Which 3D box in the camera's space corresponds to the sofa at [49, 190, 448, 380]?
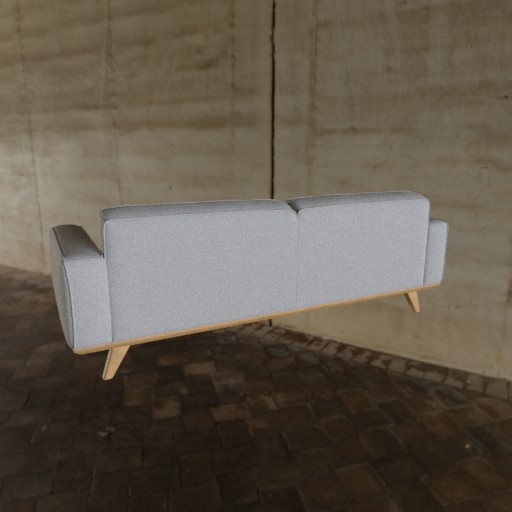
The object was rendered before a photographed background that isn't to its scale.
[{"bbox_3d":[0.000,0.000,2.717,2.270,0.781,0.956,-7,15,-26],"label":"sofa"}]
